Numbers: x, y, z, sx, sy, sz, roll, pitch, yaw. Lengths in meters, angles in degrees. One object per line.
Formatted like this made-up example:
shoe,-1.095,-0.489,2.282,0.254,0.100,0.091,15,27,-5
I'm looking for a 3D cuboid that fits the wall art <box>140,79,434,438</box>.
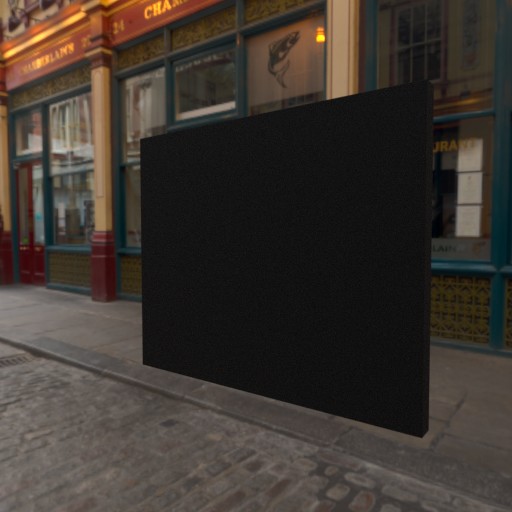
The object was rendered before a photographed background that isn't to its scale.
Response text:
wall art,0.000,0.000,0.742,0.558,0.457,0.031,2,3,37
